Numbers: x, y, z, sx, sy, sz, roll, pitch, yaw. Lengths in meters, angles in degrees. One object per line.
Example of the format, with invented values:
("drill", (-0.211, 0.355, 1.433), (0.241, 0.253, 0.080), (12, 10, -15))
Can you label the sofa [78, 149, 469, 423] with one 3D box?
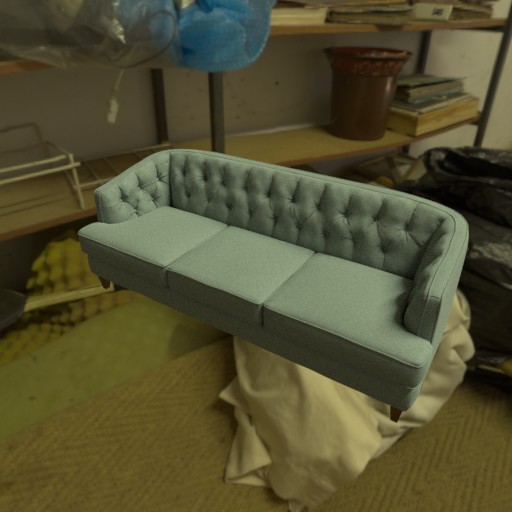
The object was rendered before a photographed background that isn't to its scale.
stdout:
("sofa", (0.000, 0.000, 2.733), (2.278, 0.855, 0.941), (18, 35, 28))
